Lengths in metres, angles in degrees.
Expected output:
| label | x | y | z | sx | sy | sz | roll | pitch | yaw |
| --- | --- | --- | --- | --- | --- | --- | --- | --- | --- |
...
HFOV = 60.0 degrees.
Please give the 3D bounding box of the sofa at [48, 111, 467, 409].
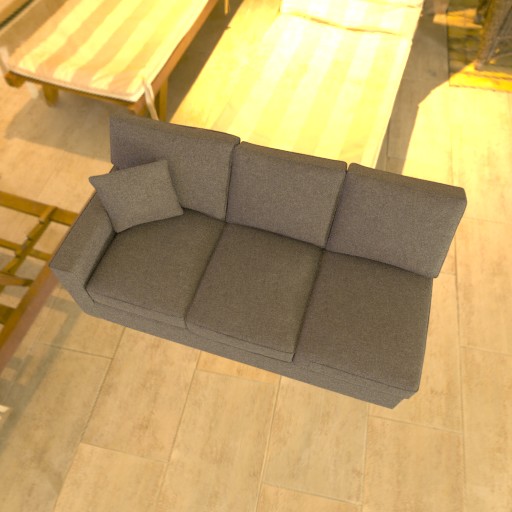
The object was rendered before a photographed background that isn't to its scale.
| label | x | y | z | sx | sy | sz | roll | pitch | yaw |
| --- | --- | --- | --- | --- | --- | --- | --- | --- | --- |
| sofa | 0.000 | 0.000 | 2.510 | 1.963 | 0.946 | 1.034 | 15 | 59 | 9 |
